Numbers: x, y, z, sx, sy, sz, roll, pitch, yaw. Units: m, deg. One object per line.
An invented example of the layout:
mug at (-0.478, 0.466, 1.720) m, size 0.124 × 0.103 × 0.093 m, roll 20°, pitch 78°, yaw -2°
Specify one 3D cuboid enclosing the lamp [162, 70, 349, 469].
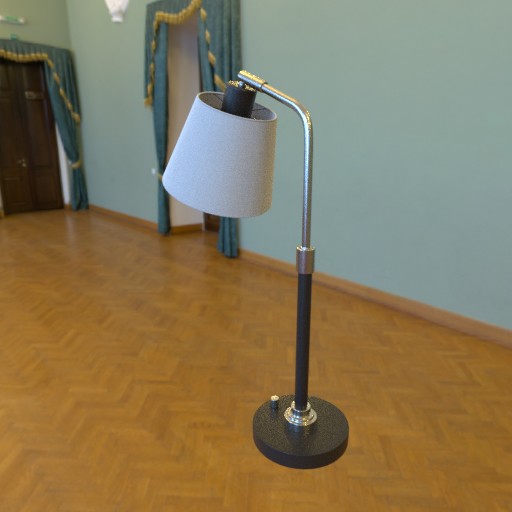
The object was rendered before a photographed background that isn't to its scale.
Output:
lamp at (0.000, 0.000, 0.687) m, size 0.181 × 0.539 × 0.348 m, roll -15°, pitch 22°, yaw -41°
